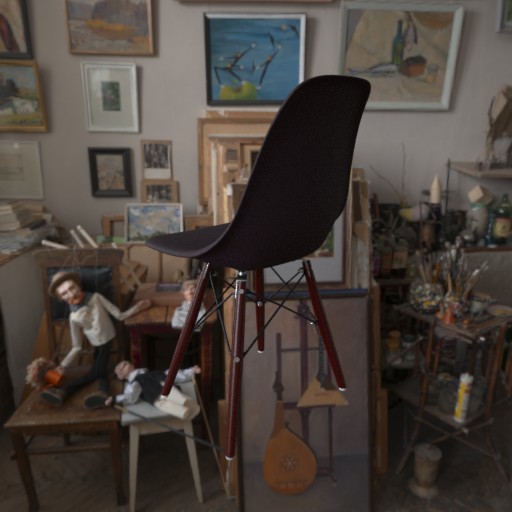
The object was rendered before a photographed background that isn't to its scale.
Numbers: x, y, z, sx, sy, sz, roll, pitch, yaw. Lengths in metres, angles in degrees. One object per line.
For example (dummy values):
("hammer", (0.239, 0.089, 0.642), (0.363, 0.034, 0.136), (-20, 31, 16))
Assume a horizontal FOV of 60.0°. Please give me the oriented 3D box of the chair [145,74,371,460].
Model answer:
("chair", (0.000, 0.000, 1.146), (0.470, 0.826, 0.533), (-15, 22, -42))
